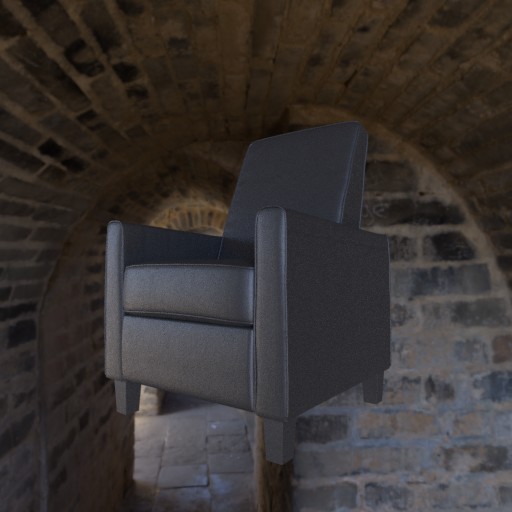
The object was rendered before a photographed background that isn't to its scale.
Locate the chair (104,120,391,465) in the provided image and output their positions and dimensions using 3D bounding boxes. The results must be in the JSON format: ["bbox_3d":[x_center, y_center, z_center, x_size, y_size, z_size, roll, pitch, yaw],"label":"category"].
[{"bbox_3d":[0.000,0.000,1.514,0.705,1.013,0.746,-1,-1,37],"label":"chair"}]
